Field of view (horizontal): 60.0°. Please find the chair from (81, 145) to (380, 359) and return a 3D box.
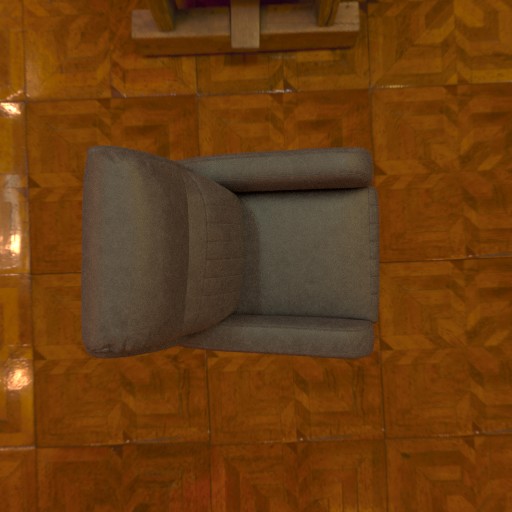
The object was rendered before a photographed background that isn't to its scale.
[{"bbox_3d":[0.000,0.000,1.803,1.067,1.067,0.865,0,89,1],"label":"chair"}]
